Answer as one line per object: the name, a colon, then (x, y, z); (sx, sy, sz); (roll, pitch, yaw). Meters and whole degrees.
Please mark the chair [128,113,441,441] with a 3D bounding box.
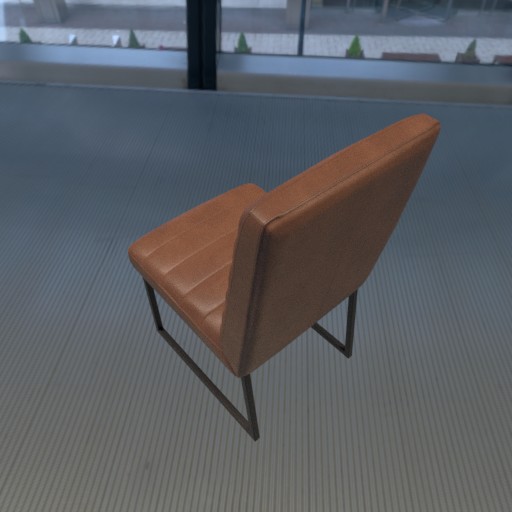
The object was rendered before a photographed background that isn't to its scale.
chair: (0.000, 0.000, 1.282); (0.520, 0.930, 0.634); (-32, 53, -28)
